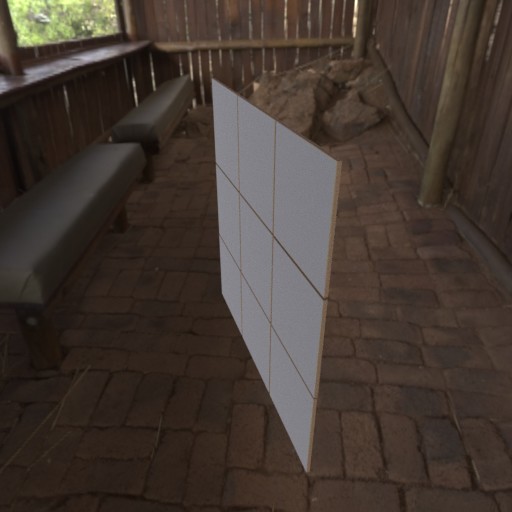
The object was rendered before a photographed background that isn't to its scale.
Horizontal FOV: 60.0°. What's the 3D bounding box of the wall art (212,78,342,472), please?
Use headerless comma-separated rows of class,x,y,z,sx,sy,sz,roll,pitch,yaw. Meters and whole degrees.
wall art,0.000,0.000,2.323,0.017,1.521,1.527,-10,32,-16
